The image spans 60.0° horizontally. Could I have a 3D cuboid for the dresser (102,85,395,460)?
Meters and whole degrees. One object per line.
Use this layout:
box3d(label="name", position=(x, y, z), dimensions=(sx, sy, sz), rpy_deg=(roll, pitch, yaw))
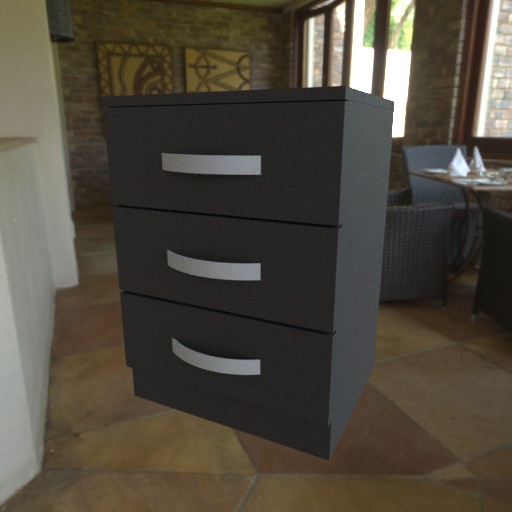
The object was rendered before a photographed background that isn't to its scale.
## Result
box3d(label="dresser", position=(0.000, 0.000, 0.835), dimensions=(0.400, 0.560, 0.360), rpy_deg=(8, 18, 26))
